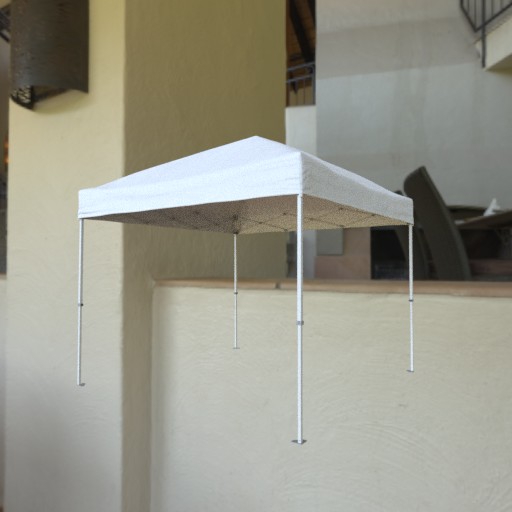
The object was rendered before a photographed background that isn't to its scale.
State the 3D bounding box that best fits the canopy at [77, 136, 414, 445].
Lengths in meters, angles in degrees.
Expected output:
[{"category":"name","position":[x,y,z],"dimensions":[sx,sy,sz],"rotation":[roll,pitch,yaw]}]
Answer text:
[{"category":"canopy","position":[0.000,0.000,5.486],"dimensions":[2.998,2.997,2.996],"rotation":[-1,-2,36]}]
